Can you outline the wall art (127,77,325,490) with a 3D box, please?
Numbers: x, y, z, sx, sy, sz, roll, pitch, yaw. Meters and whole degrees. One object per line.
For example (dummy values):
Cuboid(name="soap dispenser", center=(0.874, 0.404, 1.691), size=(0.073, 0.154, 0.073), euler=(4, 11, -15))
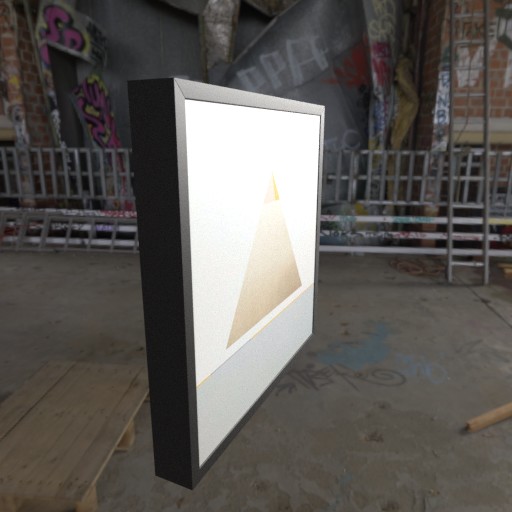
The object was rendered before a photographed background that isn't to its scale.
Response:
Cuboid(name="wall art", center=(0.000, 0.000, 0.448), size=(0.037, 0.303, 0.304), euler=(7, 17, 25))
